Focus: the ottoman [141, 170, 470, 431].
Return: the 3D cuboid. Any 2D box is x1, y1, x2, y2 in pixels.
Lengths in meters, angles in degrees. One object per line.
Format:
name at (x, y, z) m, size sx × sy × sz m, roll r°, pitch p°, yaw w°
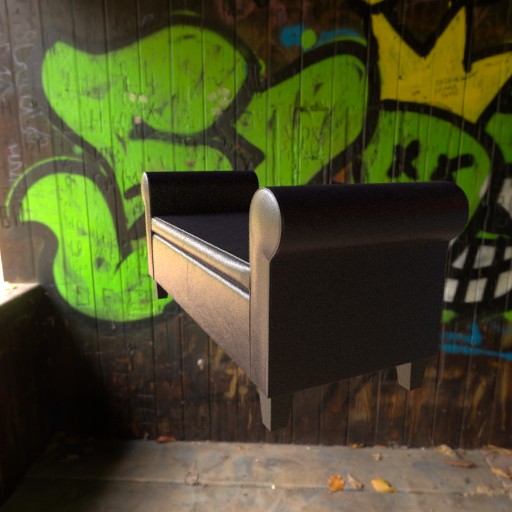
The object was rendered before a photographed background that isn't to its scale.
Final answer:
ottoman at (0.000, 0.000, 1.521) m, size 0.521 × 0.547 × 1.256 m, roll -6°, pitch 14°, yaw -25°
